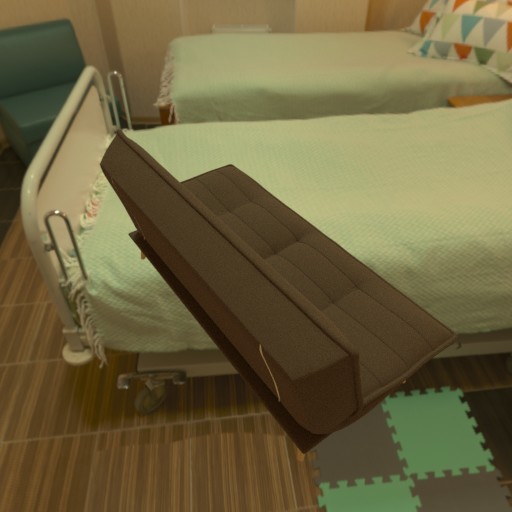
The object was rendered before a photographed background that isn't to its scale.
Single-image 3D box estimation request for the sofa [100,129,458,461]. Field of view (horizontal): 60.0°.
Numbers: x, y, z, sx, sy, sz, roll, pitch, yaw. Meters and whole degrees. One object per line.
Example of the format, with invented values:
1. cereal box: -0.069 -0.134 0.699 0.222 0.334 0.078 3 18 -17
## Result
1. sofa: 0.000 0.000 2.404 0.950 0.890 1.940 -25 48 -26
